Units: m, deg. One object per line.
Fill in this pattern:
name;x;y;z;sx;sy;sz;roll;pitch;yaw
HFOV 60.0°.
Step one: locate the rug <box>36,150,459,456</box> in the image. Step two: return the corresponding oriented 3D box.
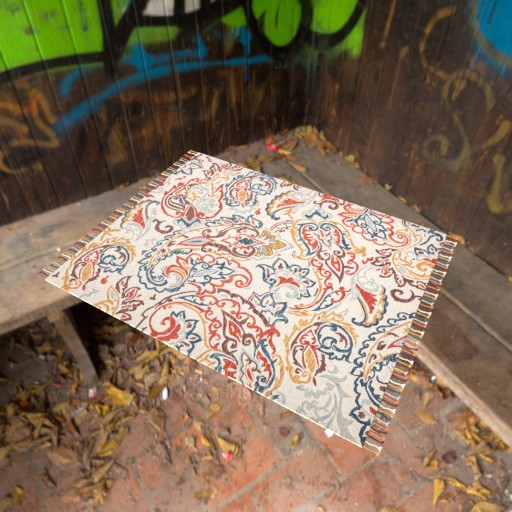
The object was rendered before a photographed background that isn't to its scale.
rug;0.000;0.000;4.258;3.274;0.015;2.439;22;49;20
